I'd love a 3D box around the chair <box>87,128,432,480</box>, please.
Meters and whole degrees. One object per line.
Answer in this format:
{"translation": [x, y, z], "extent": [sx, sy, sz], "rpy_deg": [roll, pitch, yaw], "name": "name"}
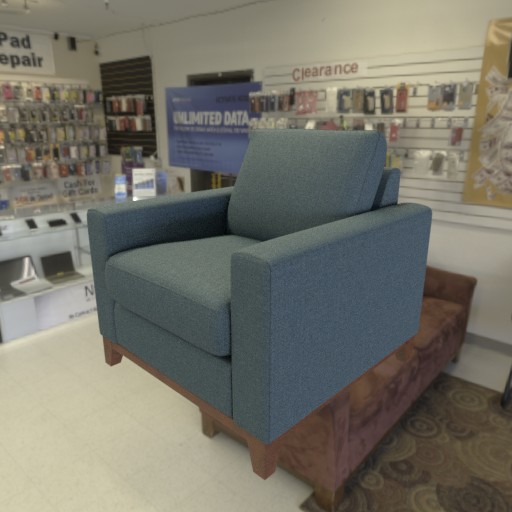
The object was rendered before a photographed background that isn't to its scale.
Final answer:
{"translation": [0.000, 0.000, 1.848], "extent": [1.024, 1.010, 1.038], "rpy_deg": [16, 23, 42], "name": "chair"}
